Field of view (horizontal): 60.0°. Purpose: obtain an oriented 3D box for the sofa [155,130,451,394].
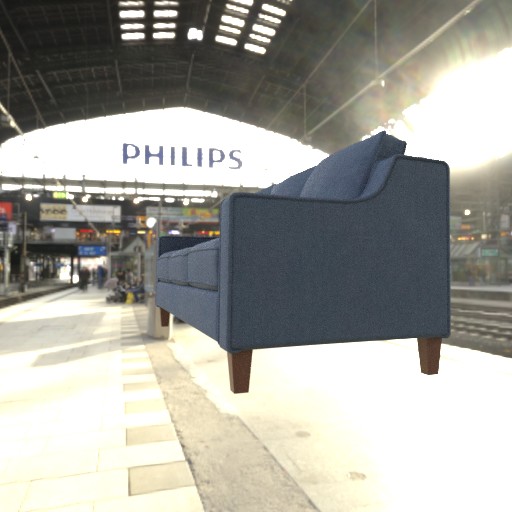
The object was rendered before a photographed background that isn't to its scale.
[{"bbox_3d":[0.000,0.000,2.497,0.911,0.974,1.986,1,-2,-19],"label":"sofa"}]
